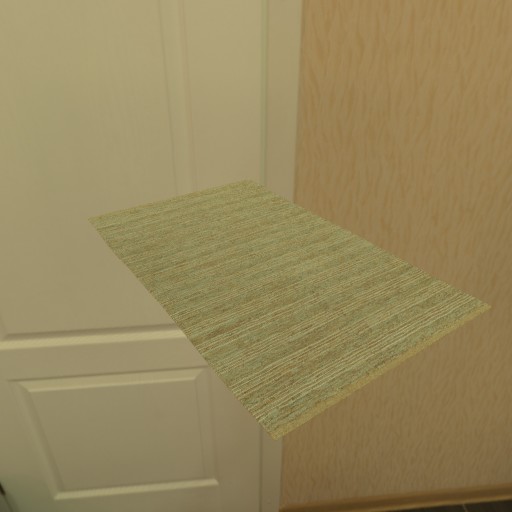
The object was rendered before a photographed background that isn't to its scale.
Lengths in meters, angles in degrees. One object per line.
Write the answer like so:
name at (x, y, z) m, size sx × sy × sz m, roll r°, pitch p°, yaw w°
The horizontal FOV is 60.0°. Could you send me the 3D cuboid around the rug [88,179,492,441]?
rug at (0.000, 0.000, 2.984) m, size 1.540 × 0.012 × 2.448 m, roll -19°, pitch 36°, yaw -29°
